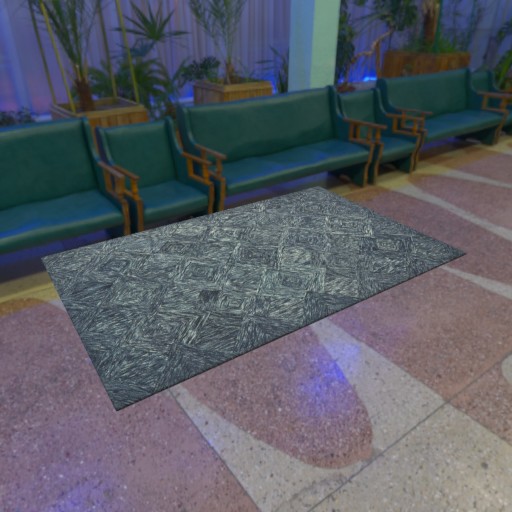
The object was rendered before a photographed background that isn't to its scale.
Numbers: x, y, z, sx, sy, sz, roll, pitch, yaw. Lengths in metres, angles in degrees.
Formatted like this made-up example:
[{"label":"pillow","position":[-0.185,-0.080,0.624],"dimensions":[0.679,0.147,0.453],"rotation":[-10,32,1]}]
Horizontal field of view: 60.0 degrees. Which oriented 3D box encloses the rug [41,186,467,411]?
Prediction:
[{"label":"rug","position":[0.000,0.000,2.869],"dimensions":[2.330,0.017,1.478],"rotation":[-18,34,-29]}]
